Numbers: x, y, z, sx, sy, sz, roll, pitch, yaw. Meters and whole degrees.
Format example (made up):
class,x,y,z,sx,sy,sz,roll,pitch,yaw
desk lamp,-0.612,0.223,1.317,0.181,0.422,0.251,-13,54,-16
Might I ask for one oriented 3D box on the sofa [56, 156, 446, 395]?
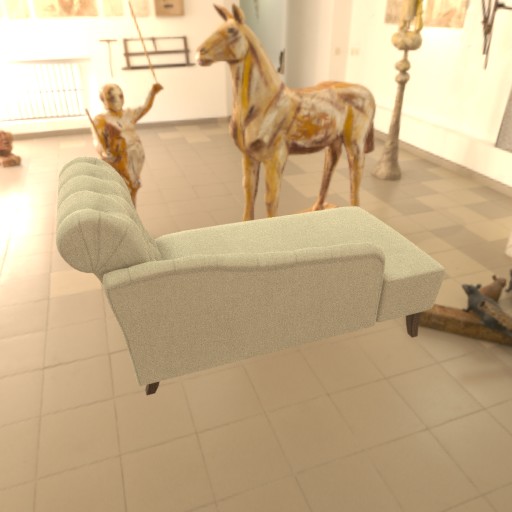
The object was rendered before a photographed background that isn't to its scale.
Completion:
class,x,y,z,sx,sy,sz,roll,pitch,yaw
sofa,0.000,0.000,1.804,1.379,0.787,0.675,-10,32,-17
